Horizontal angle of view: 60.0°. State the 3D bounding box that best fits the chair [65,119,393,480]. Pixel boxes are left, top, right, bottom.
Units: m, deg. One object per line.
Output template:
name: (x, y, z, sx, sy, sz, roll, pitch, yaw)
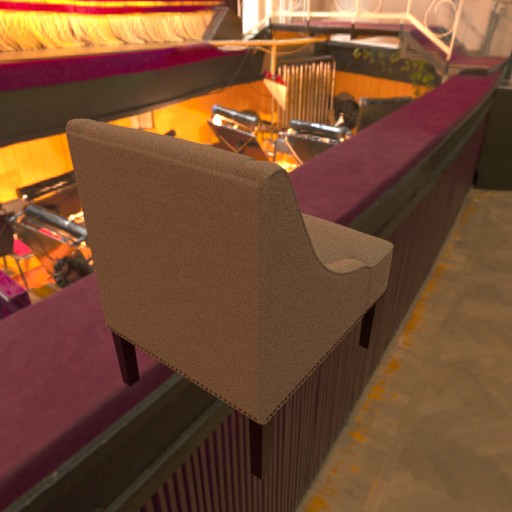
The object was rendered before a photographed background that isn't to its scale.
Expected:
chair: (0.000, 0.000, 1.374, 0.628, 0.872, 0.748, 21, 36, 32)
